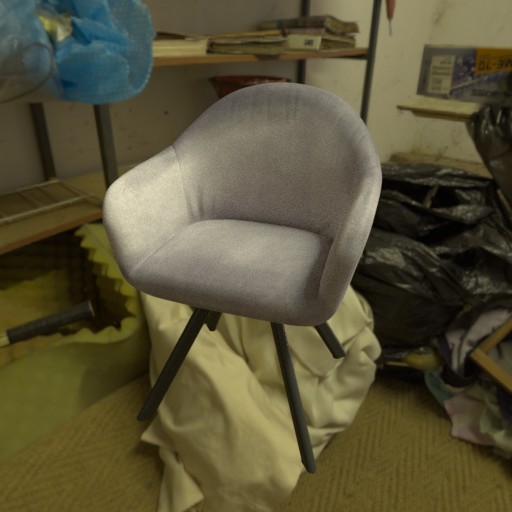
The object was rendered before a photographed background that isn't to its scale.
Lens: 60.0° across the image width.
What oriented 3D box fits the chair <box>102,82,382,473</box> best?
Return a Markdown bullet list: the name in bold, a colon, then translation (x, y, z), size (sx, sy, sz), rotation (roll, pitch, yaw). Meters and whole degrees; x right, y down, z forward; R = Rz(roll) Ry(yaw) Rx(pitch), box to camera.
- **chair**: translation (0.000, 0.000, 1.129), size (0.570, 0.780, 0.540), rotation (9, 29, 17)
